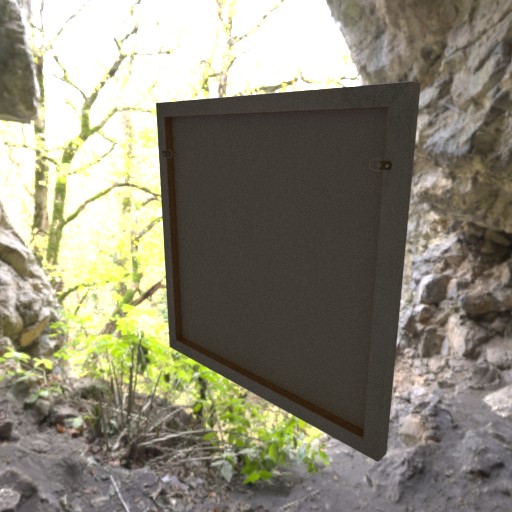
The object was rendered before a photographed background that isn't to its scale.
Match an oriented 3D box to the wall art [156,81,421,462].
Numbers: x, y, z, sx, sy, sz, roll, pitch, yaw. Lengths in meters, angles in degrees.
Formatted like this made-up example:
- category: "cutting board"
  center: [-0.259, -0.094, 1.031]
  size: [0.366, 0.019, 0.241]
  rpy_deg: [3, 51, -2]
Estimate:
- category: "wall art"
  center: [0.000, 0.000, 1.113]
  size: [0.762, 0.762, 0.041]
  rpy_deg: [15, 21, 42]
